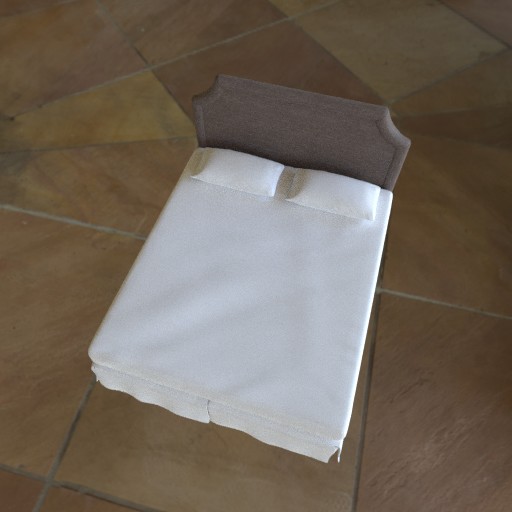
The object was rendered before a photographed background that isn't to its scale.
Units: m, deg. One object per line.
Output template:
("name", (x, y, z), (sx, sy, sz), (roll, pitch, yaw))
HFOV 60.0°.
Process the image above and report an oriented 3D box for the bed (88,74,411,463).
("bed", (0.000, 0.000, 4.050), (2.350, 1.590, 2.773), (15, 59, 9))
